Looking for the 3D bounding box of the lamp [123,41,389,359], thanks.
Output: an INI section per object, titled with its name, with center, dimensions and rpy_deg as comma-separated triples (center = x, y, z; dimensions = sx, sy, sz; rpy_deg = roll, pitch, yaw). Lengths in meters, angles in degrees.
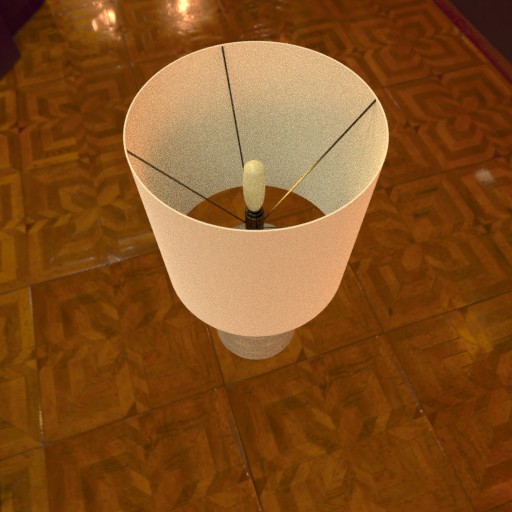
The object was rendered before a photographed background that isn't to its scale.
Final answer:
[lamp]
center = 0.000, 0.000, 0.527
dimensions = 0.206, 0.416, 0.206
rpy_deg = -14, 61, -8
